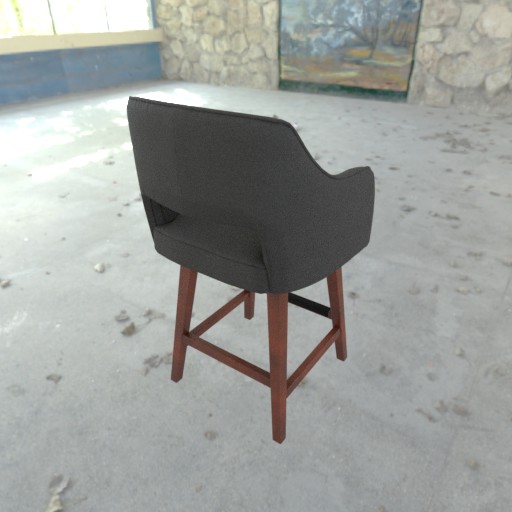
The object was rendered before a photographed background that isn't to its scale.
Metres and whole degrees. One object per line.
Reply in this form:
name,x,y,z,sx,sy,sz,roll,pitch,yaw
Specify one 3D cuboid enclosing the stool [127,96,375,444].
stool,0.000,0.000,1.263,0.548,0.912,0.558,19,35,30
